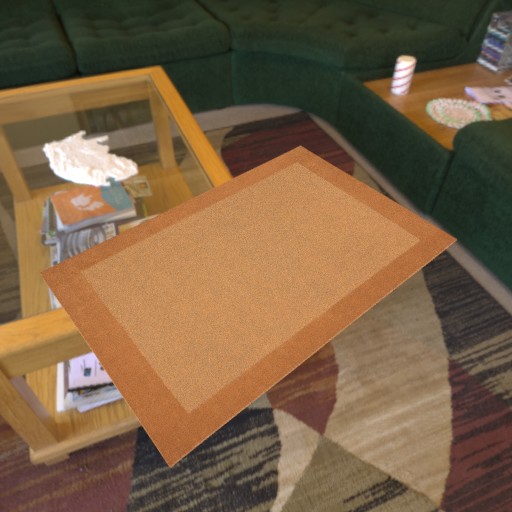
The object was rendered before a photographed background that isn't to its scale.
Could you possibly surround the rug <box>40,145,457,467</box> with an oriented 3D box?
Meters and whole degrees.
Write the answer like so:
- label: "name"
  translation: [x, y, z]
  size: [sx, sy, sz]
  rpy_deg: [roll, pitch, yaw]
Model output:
- label: "rug"
  translation: [0.000, 0.000, 2.320]
  size: [1.829, 0.014, 1.219]
  rpy_deg: [-31, 53, -27]
